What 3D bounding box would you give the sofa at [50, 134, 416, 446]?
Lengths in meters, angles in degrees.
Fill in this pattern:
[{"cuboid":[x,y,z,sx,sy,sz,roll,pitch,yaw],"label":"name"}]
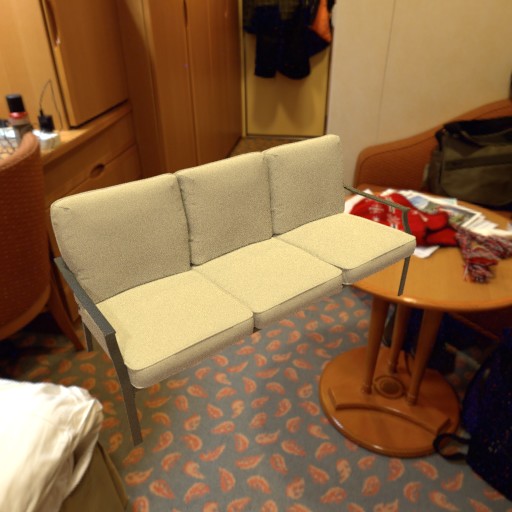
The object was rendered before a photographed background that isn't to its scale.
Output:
[{"cuboid":[0.000,0.000,2.256,1.740,0.860,0.787,-21,37,-31],"label":"sofa"}]
